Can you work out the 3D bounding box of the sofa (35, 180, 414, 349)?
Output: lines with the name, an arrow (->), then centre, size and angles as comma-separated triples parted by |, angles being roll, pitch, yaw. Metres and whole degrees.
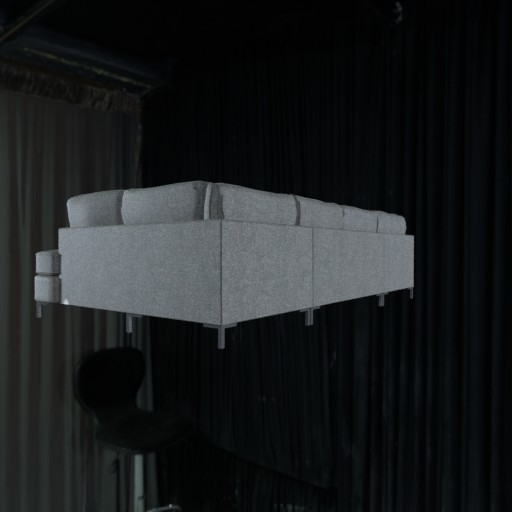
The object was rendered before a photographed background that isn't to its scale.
sofa -> 0.000, 0.000, 4.412 | 2.048, 0.999, 3.423 | 1, 1, 37
